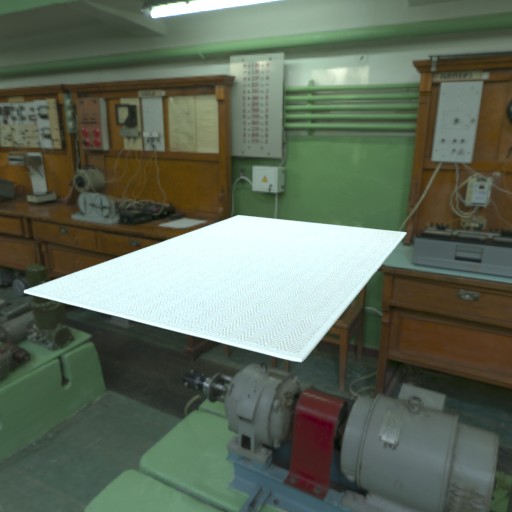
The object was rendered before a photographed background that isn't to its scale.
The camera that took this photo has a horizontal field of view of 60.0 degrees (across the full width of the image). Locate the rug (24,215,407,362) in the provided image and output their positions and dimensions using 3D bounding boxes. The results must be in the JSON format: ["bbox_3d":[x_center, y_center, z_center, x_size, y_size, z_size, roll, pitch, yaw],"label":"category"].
[{"bbox_3d":[0.000,0.000,2.884,1.532,0.017,2.244,8,18,26],"label":"rug"}]
